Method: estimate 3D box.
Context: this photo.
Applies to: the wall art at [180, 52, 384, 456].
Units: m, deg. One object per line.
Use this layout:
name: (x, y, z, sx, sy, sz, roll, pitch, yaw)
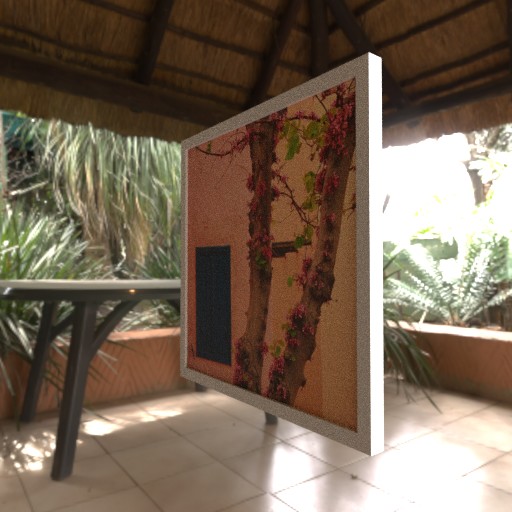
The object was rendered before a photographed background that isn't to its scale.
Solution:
wall art: (0.000, 0.000, 1.151, 0.038, 0.762, 0.762, 1, -2, -37)
